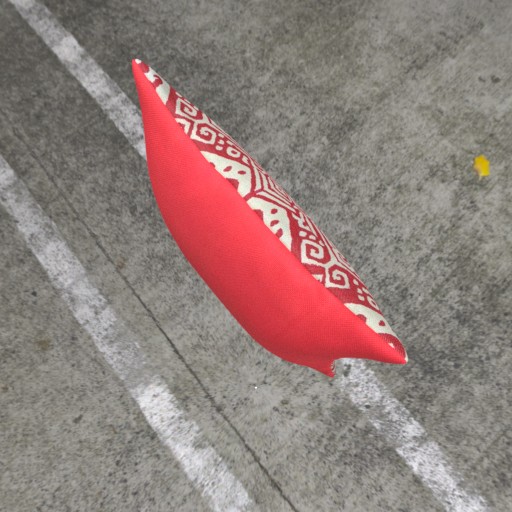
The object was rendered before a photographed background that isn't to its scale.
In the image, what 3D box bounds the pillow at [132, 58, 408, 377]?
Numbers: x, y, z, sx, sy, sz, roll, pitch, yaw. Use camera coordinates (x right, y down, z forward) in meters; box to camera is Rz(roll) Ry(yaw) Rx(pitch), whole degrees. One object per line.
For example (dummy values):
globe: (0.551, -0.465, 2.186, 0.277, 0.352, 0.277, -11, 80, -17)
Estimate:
pillow: (0.000, 0.000, 0.780, 0.192, 0.507, 0.522, -39, 77, -11)
